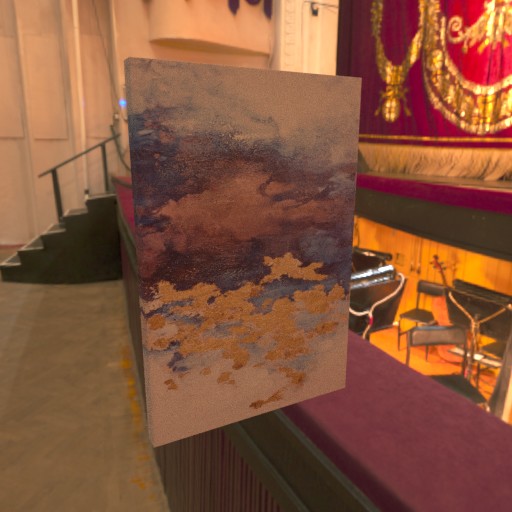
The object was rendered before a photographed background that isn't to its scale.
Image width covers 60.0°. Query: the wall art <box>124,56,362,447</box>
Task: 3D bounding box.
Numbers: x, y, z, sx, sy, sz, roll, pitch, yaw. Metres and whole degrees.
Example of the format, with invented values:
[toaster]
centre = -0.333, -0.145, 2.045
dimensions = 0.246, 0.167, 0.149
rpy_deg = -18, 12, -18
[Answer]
[wall art]
centre = 0.000, 0.000, 1.116
dimensions = 0.583, 0.874, 0.048
rpy_deg = -7, 16, -27
